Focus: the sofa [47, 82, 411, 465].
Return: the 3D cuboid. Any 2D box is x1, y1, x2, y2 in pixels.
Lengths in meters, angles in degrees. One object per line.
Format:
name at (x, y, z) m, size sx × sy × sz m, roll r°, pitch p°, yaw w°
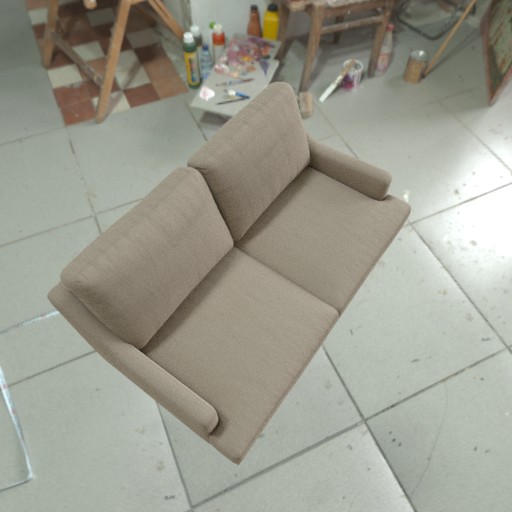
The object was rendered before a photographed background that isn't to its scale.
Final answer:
sofa at (0.000, 0.000, 2.218) m, size 1.004 × 0.910 × 1.619 m, roll 32°, pitch 63°, yaw 18°
